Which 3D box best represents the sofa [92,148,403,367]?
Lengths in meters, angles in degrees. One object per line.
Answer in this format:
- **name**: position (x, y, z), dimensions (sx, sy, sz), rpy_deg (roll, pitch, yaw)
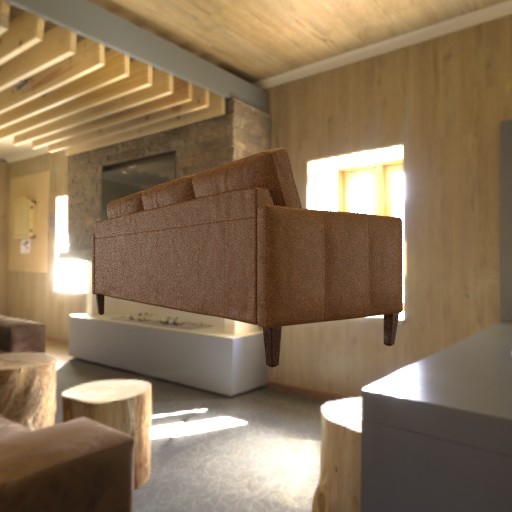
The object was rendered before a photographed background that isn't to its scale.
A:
- **sofa**: position (0.000, 0.000, 2.934), dimensions (1.506, 0.876, 2.178), rpy_deg (1, -1, -37)
